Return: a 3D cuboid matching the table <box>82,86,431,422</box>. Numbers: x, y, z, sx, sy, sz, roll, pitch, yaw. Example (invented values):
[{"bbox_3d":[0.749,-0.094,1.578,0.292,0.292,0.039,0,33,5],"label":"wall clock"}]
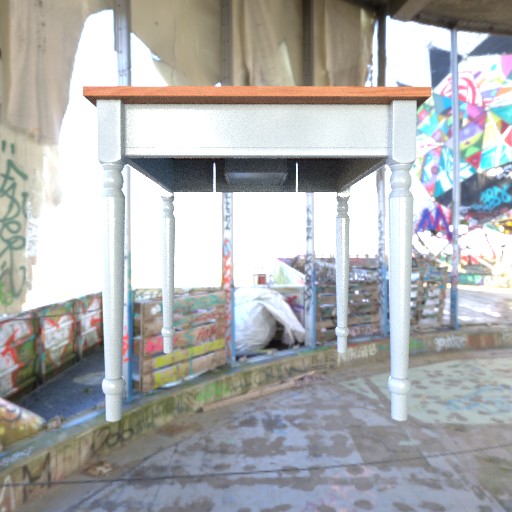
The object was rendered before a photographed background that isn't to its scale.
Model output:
[{"bbox_3d":[0.000,0.000,1.325,0.747,0.738,0.747,0,1,0],"label":"table"}]
